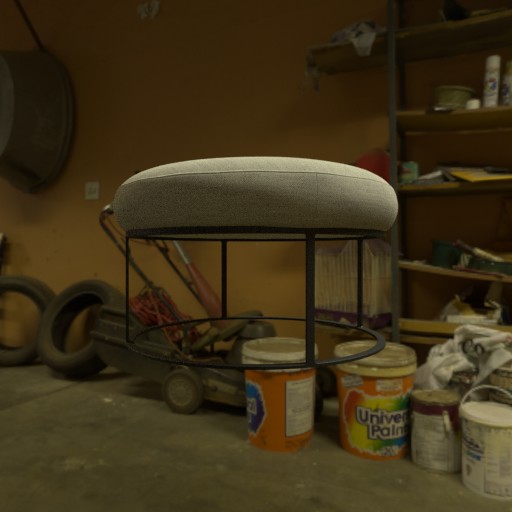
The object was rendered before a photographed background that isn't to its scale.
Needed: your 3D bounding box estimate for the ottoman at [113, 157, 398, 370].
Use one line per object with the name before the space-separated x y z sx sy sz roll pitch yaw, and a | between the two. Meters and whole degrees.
ottoman | 0.000 0.000 1.253 0.769 0.459 0.769 0 0 0
